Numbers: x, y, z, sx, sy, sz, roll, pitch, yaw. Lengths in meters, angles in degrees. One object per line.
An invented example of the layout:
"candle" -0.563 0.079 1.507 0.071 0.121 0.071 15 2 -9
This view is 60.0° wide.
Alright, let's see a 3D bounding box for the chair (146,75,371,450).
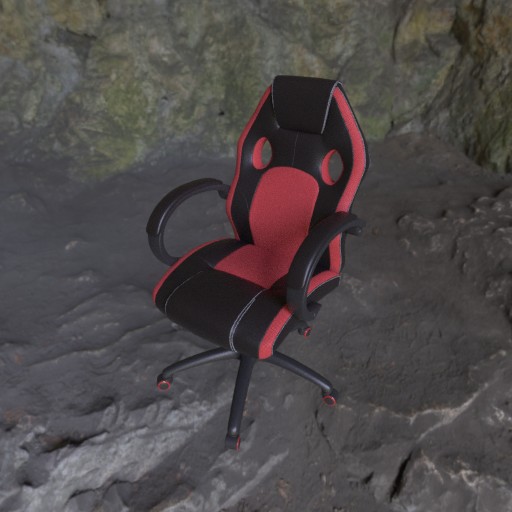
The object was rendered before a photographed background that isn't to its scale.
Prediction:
"chair" 0.000 0.000 1.670 0.750 1.189 0.783 19 34 30
